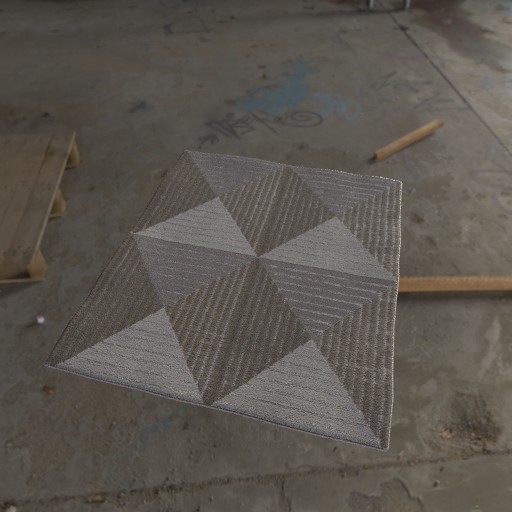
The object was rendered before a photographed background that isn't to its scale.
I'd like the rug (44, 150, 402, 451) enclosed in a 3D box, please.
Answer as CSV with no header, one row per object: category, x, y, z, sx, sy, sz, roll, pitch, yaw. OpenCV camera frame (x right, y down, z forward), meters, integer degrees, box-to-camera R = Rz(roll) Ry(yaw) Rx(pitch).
rug,0.000,0.000,0.876,0.551,0.008,0.642,11,48,10
